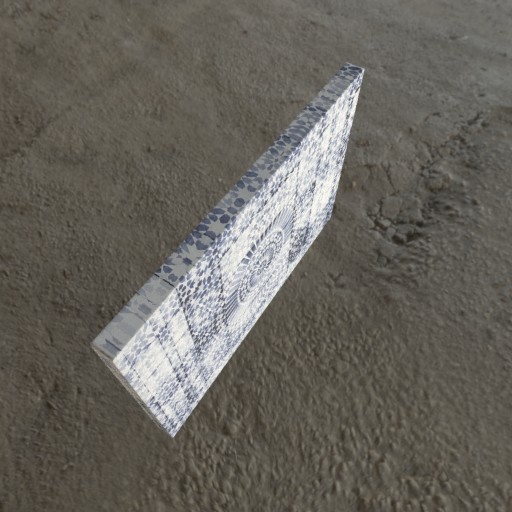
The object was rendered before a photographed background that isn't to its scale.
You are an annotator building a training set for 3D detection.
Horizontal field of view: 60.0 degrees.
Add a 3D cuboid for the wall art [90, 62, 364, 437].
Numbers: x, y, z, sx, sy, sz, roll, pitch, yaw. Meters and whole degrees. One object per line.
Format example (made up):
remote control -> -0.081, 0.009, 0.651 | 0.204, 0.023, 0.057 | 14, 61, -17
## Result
wall art -> 0.000, 0.000, 1.170 | 0.057, 0.608, 0.911 | 29, 62, 17
